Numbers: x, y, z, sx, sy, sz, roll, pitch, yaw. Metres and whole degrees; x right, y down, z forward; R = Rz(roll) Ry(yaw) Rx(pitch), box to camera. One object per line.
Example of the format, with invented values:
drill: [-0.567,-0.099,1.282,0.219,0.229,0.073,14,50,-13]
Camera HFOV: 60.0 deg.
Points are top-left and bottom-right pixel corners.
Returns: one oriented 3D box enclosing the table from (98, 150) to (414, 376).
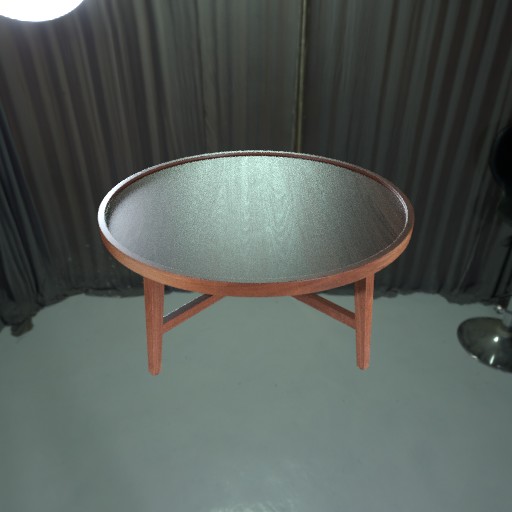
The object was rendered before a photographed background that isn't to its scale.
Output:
table: [0.000,0.000,1.263,0.800,0.360,0.800,0,31,0]
